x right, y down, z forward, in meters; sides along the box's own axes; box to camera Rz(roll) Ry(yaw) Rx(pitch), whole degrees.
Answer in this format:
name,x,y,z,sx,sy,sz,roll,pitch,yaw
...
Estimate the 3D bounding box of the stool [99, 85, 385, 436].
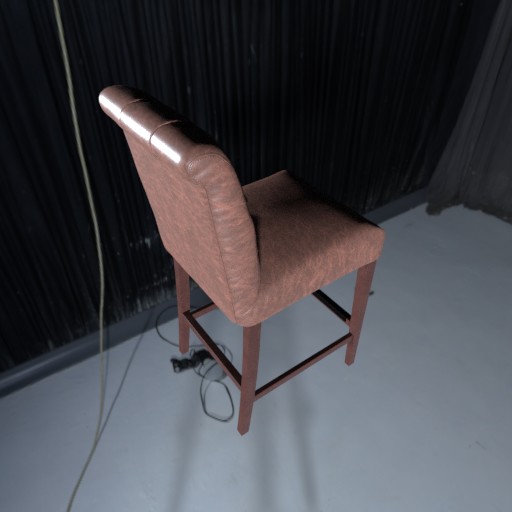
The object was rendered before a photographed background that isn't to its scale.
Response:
name,x,y,z,sx,sy,sz,roll,pitch,yaw
stool,0.000,0.000,1.427,0.660,1.084,0.486,-24,45,-27
